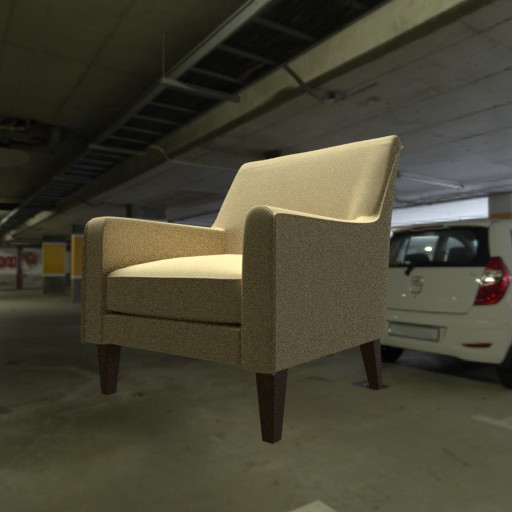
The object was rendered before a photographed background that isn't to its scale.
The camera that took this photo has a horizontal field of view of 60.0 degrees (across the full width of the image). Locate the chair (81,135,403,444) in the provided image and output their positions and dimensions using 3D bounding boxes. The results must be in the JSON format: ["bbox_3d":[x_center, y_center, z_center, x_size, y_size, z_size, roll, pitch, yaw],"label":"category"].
[{"bbox_3d":[0.000,0.000,1.584,0.780,0.919,0.899,-1,-2,38],"label":"chair"}]
